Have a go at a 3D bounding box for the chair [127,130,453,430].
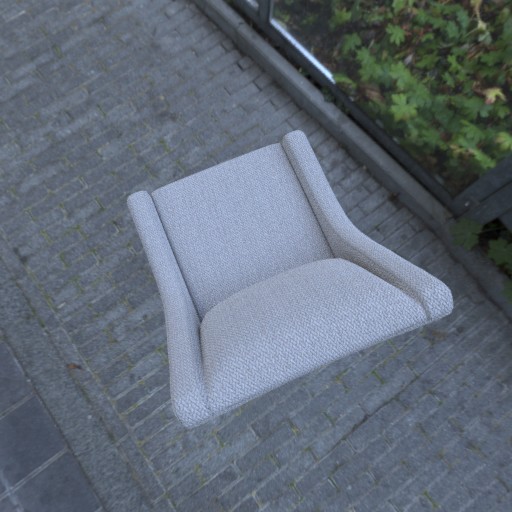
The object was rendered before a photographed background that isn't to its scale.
[{"bbox_3d":[0.000,0.000,1.649,0.774,1.014,0.870,-22,78,-5],"label":"chair"}]
